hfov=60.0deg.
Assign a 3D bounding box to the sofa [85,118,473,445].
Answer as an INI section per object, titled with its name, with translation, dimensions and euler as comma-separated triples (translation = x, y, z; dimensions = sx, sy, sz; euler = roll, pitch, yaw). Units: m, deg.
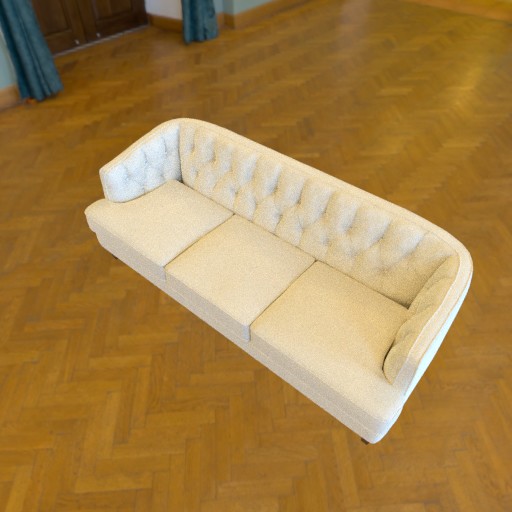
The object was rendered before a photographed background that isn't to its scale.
[sofa]
translation = 0.000, 0.000, 2.699
dimensions = 2.278, 0.855, 0.941
euler = 31, 53, 27
